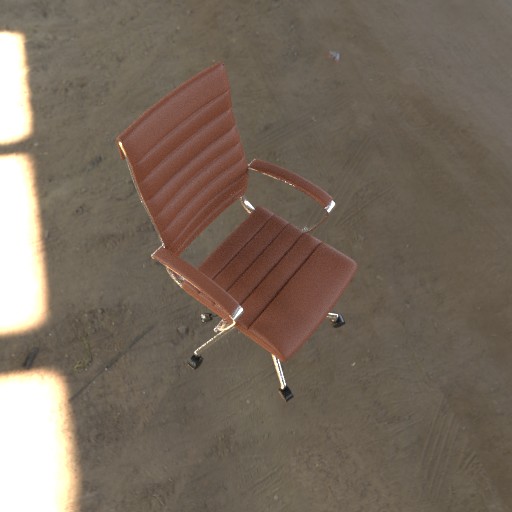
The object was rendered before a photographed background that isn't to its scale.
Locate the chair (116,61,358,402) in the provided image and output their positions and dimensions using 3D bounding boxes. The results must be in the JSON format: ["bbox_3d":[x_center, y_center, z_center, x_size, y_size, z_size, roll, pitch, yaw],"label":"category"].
[{"bbox_3d":[0.000,0.000,1.685,0.739,1.149,0.766,34,64,19],"label":"chair"}]
